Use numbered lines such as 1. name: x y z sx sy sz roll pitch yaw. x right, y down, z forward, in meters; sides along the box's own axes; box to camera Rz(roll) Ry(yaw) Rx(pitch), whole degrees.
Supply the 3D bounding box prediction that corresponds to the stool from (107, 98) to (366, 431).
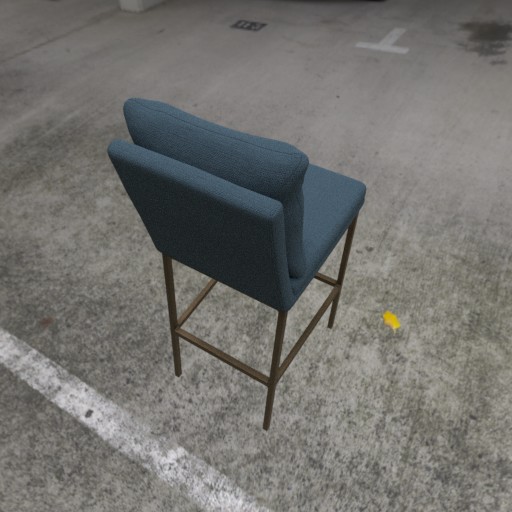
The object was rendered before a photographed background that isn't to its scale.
1. stool: 0.000 0.000 1.402 0.463 1.124 0.568 24 52 21
